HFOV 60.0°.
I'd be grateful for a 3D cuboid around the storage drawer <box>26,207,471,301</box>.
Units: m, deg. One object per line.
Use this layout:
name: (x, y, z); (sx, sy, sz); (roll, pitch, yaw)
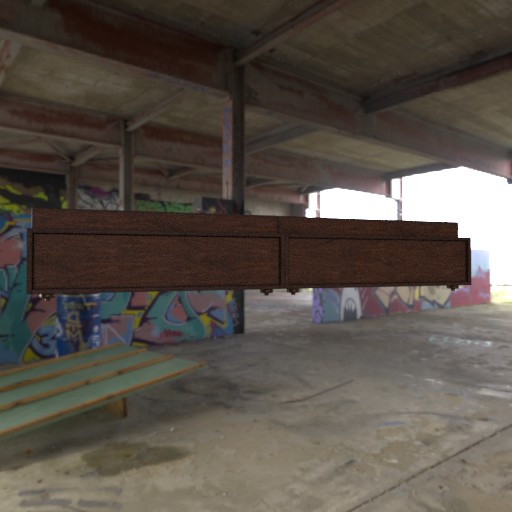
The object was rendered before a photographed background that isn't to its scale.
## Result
storage drawer: (0.000, 0.000, 2.192); (1.914, 0.339, 0.774); (0, -1, -18)
